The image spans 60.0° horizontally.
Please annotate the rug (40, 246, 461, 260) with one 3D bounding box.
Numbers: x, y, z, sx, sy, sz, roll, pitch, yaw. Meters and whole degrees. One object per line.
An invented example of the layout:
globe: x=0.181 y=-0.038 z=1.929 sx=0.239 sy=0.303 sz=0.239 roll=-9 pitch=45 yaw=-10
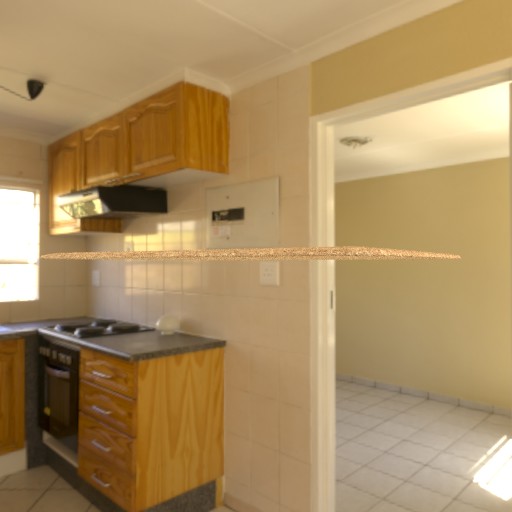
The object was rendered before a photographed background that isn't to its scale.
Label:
rug: x=0.000 y=0.000 z=3.731 sx=2.873 sy=0.050 sz=2.242 roll=-1 pitch=-1 yaw=35
